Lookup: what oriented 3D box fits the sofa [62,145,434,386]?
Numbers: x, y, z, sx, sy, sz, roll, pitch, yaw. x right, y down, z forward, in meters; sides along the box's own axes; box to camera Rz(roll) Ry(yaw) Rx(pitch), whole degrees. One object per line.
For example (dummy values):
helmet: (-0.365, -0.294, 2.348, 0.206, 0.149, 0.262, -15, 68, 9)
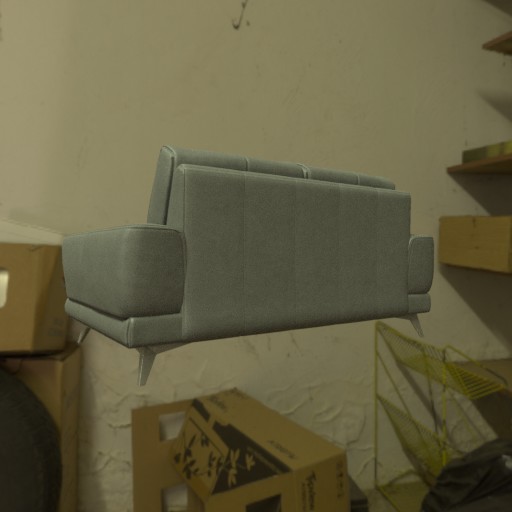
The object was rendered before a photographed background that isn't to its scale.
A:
sofa: (0.000, 0.000, 2.399, 1.806, 0.907, 1.018, 0, 0, -34)
